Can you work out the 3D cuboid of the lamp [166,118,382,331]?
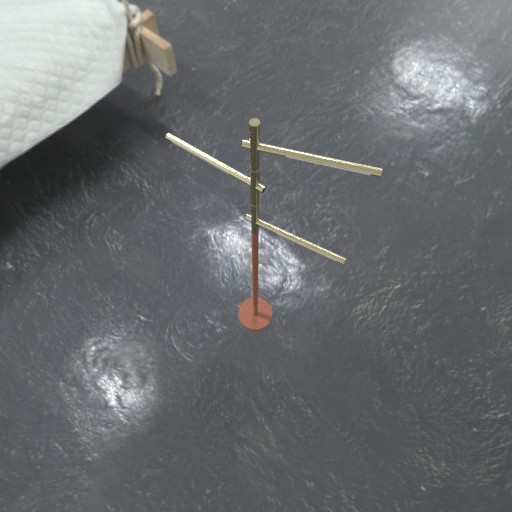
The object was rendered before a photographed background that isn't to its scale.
[{"bbox_3d":[0.000,0.000,1.981,0.737,1.704,0.209,19,66,9],"label":"lamp"}]
